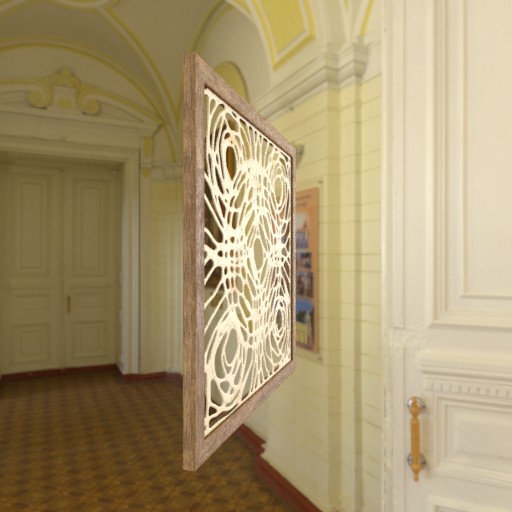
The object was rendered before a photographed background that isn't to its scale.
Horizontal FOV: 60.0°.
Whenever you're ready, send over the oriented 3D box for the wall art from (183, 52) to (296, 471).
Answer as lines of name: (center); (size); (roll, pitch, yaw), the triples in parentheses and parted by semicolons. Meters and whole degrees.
wall art: (0.000, 0.000, 0.859); (0.021, 0.576, 0.561); (0, 0, 19)
